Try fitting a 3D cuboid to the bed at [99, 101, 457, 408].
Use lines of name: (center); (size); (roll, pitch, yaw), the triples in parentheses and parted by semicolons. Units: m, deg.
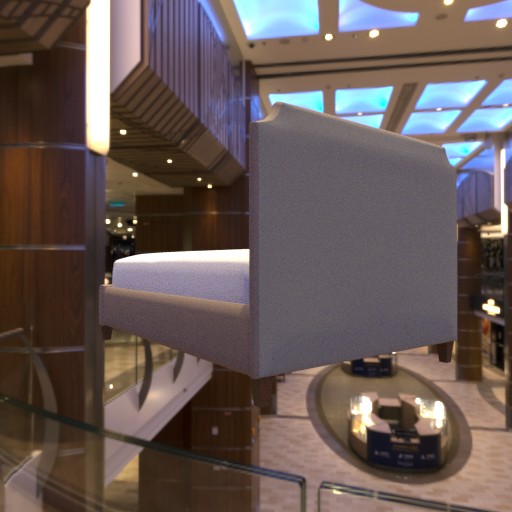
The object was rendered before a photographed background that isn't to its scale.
bed: (0.000, 0.000, 3.434); (1.713, 1.443, 2.372); (1, -1, -36)
